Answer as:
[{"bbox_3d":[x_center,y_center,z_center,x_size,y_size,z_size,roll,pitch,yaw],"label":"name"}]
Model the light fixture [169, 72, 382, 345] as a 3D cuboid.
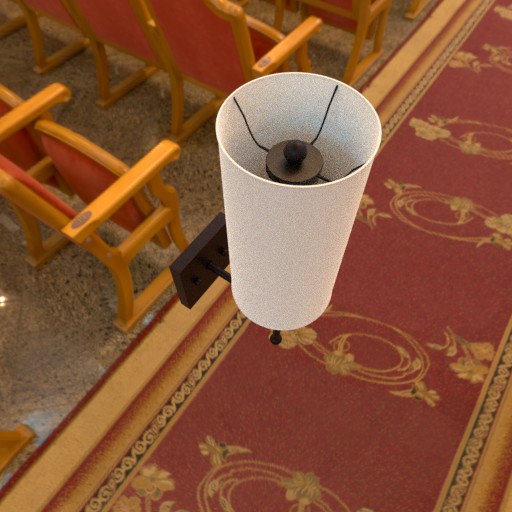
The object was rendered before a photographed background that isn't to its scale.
[{"bbox_3d":[0.000,0.000,0.552,0.208,0.462,0.128,31,63,18],"label":"light fixture"}]
